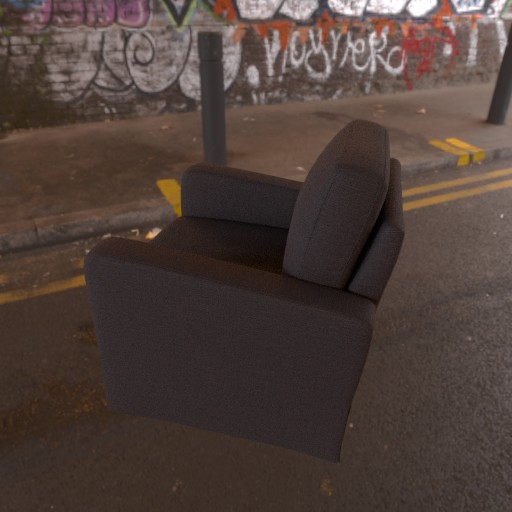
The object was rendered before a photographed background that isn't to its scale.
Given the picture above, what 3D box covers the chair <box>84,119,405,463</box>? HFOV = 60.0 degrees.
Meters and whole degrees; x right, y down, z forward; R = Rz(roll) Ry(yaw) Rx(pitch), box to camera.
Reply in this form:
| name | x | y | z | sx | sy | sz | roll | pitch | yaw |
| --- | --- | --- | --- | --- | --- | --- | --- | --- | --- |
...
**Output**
| name | x | y | z | sx | sy | sz | roll | pitch | yaw |
| --- | --- | --- | --- | --- | --- | --- | --- | --- | --- |
| chair | 0.000 | 0.000 | 1.486 | 0.863 | 0.855 | 0.798 | 8 | 31 | 13 |
